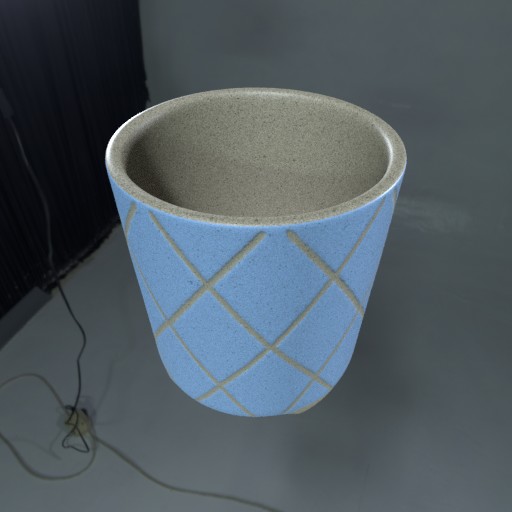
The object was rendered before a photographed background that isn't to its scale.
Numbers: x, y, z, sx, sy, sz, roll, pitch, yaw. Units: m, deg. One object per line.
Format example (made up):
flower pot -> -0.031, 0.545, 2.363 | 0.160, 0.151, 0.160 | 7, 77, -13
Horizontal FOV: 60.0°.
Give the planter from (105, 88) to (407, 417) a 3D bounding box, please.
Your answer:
planter -> 0.000, 0.000, 0.352 | 0.191, 0.200, 0.191 | 0, 40, 0
